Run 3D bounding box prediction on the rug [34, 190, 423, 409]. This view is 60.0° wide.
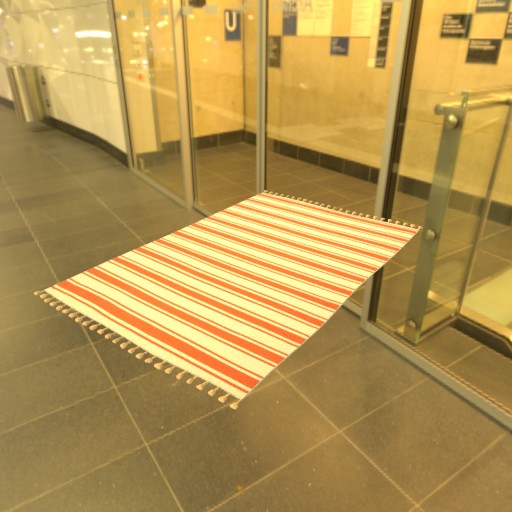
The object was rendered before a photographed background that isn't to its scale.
[{"bbox_3d":[0.000,0.000,3.116,1.556,0.022,2.433,19,32,32],"label":"rug"}]
